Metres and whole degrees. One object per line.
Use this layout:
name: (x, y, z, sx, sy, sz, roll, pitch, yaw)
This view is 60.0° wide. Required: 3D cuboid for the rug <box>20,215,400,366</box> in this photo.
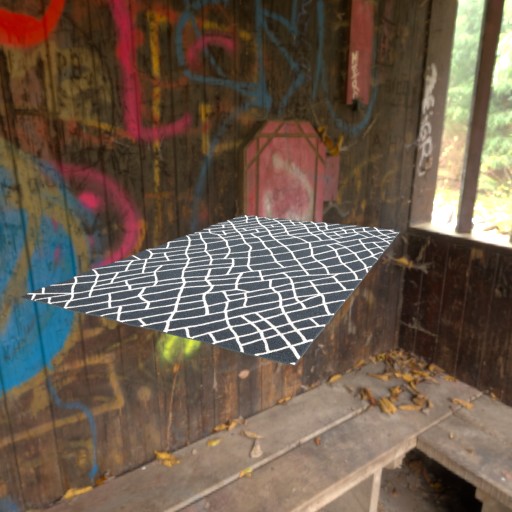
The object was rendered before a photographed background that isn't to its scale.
rug: (0.000, 0.000, 3.027, 1.529, 0.017, 2.448, 8, 18, 25)
